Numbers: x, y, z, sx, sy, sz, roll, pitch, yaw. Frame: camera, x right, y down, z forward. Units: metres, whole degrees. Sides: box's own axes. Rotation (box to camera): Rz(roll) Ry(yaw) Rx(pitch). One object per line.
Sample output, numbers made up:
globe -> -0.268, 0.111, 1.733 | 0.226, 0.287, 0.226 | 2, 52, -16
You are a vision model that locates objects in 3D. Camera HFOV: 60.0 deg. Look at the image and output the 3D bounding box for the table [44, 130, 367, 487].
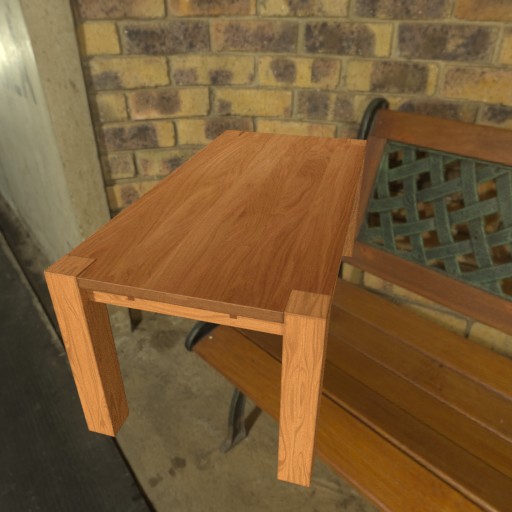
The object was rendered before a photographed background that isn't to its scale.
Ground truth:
table -> 0.000, 0.000, 2.243 | 0.900, 0.760, 1.800 | 8, 31, 13
